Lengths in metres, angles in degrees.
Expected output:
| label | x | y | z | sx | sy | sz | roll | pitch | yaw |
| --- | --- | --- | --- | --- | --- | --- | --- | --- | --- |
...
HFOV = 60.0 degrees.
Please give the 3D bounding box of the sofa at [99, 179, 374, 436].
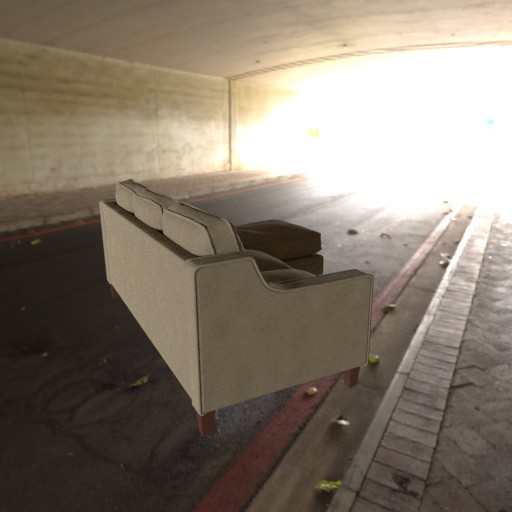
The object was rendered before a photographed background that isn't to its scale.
| label | x | y | z | sx | sy | sz | roll | pitch | yaw |
| --- | --- | --- | --- | --- | --- | --- | --- | --- | --- |
| sofa | 0.000 | 0.000 | 3.373 | 1.858 | 1.066 | 2.317 | -8 | 17 | -27 |
